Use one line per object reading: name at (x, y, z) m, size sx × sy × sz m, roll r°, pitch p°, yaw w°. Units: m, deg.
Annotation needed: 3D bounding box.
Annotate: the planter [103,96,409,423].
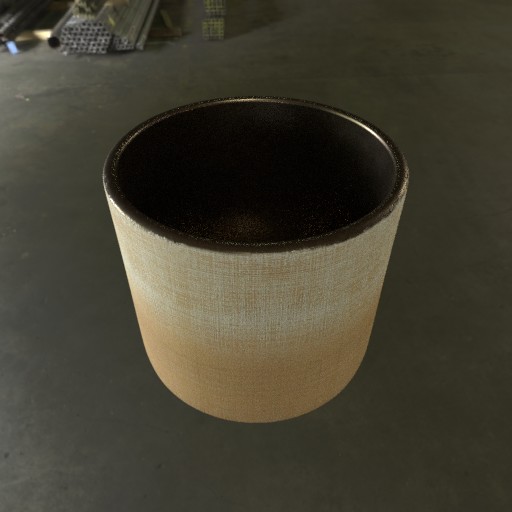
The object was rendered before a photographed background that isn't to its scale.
planter at (0.000, 0.000, 0.389) m, size 0.221 × 0.201 × 0.221 m, roll 0°, pitch 42°, yaw 0°
